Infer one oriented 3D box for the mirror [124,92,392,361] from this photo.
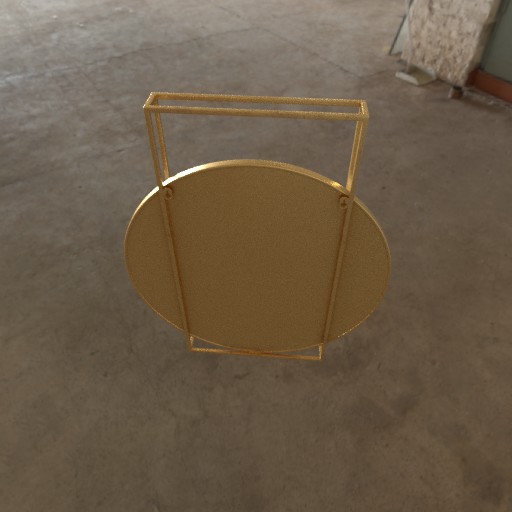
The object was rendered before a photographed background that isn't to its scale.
[{"bbox_3d":[0.000,0.000,0.841,0.508,0.603,0.051,3,44,4],"label":"mirror"}]
